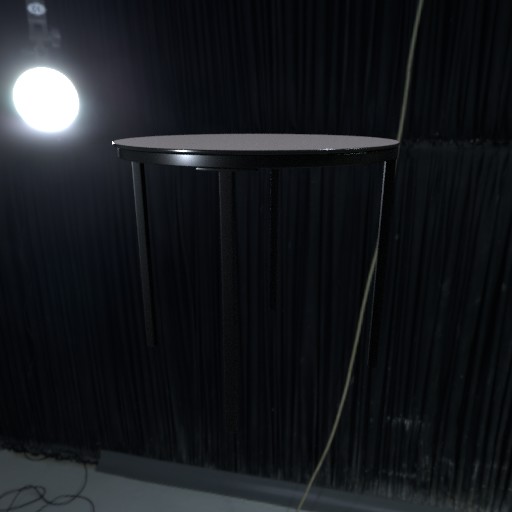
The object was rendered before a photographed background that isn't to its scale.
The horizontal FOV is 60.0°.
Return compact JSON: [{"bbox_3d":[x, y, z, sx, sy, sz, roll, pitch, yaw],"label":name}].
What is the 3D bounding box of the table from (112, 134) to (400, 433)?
[{"bbox_3d":[0.000,0.000,0.872,0.499,0.443,0.499,0,18,0],"label":"table"}]
